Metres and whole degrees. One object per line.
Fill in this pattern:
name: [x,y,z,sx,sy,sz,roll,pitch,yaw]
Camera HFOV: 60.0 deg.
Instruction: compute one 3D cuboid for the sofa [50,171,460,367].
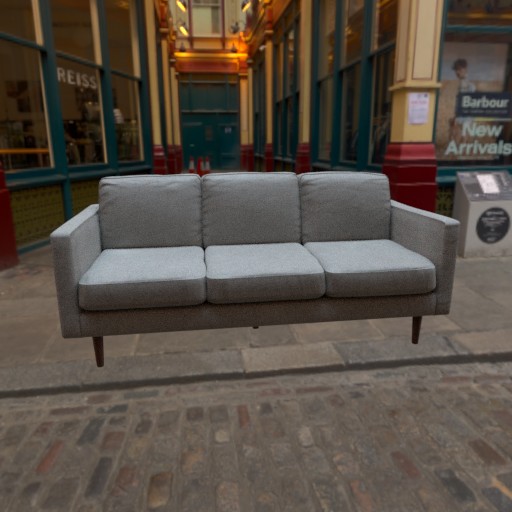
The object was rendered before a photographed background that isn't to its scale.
sofa: [0.000,0.000,2.567,1.983,0.918,0.944,-2,15,-8]
